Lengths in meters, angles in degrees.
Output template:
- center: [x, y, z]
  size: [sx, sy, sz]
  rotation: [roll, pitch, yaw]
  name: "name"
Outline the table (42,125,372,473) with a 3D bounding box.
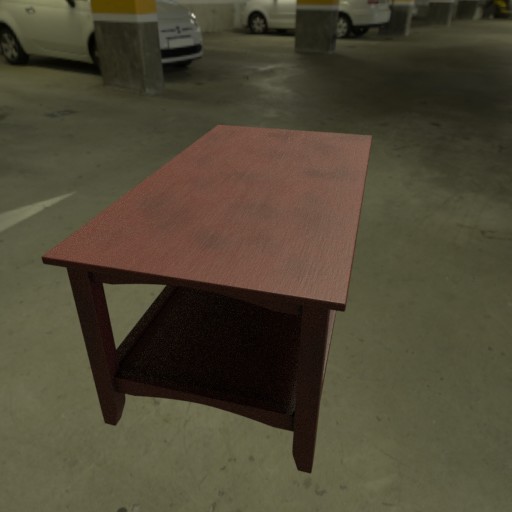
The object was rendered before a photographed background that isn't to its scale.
- center: [0.000, 0.000, 1.228]
  size: [0.533, 0.456, 0.943]
  rotation: [8, 32, 13]
  name: "table"
